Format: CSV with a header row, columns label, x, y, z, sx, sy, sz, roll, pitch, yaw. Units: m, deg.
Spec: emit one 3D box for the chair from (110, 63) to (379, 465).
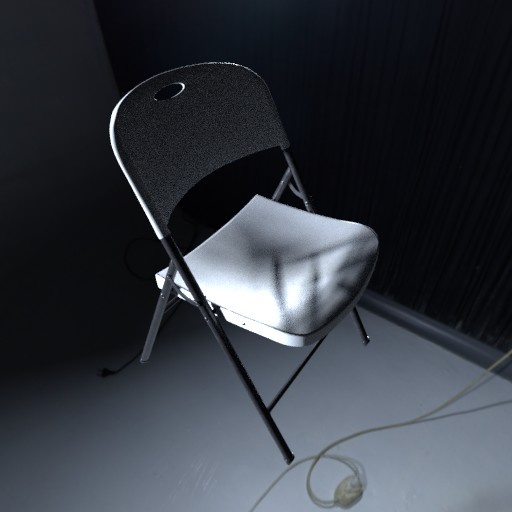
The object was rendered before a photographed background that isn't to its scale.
label,x,y,z,sx,sy,sz,roll,pitch,yaw
chair,0.000,0.000,1.146,0.566,0.810,0.494,25,47,26
